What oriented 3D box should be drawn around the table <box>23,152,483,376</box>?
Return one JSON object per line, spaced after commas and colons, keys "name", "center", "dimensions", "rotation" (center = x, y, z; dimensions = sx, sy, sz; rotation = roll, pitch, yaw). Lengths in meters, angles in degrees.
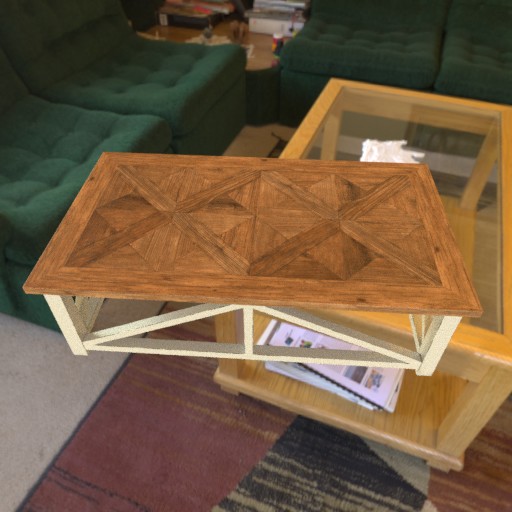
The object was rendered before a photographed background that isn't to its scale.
{"name": "table", "center": [0.000, 0.000, 1.770], "dimensions": [1.400, 0.410, 0.800], "rotation": [3, 44, 3]}
